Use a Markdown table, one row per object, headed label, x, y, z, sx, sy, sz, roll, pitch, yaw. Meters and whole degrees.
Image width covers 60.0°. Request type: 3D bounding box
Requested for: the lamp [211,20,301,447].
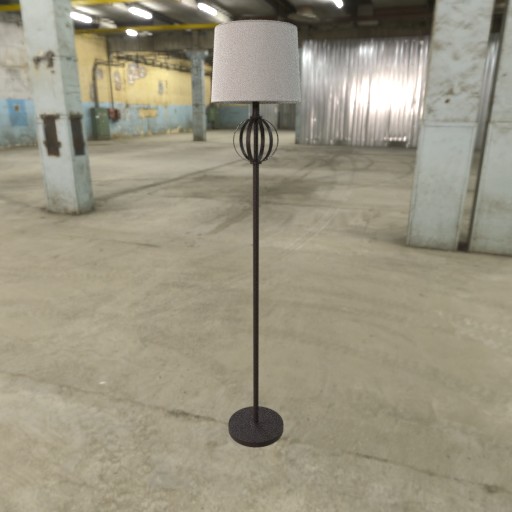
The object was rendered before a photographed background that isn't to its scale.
| label | x | y | z | sx | sy | sz | roll | pitch | yaw |
| --- | --- | --- | --- | --- | --- | --- | --- | --- | --- |
| lamp | 0.000 | 0.000 | 1.578 | 0.286 | 1.462 | 0.286 | -16 | 23 | -41 |
